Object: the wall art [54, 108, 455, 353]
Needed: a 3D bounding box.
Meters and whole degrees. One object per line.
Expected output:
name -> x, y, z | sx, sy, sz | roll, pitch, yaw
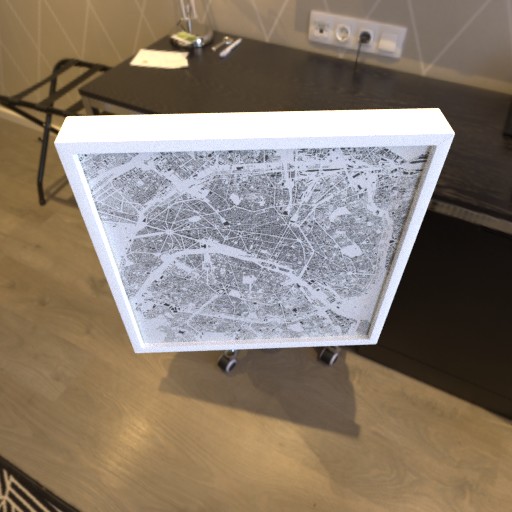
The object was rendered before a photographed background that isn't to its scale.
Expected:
wall art -> 0.000, 0.000, 0.459 | 0.305, 0.305, 0.038 | -2, 47, -2
